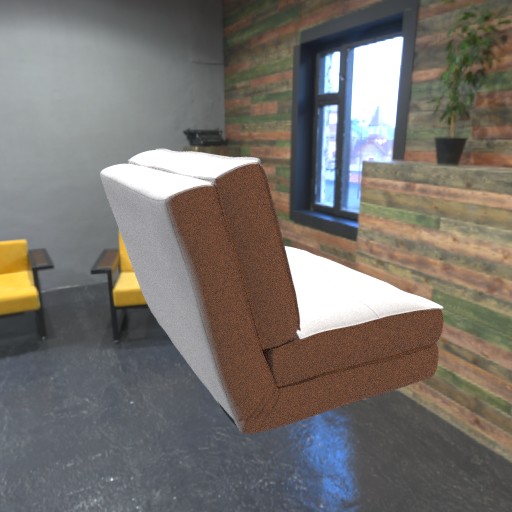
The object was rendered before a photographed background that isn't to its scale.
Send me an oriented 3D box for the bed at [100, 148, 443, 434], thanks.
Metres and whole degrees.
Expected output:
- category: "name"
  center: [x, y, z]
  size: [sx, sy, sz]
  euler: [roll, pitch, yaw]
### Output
- category: "bed"
  center: [0.000, 0.000, 1.319]
  size: [0.749, 0.614, 0.799]
  euler: [-7, 16, -26]
